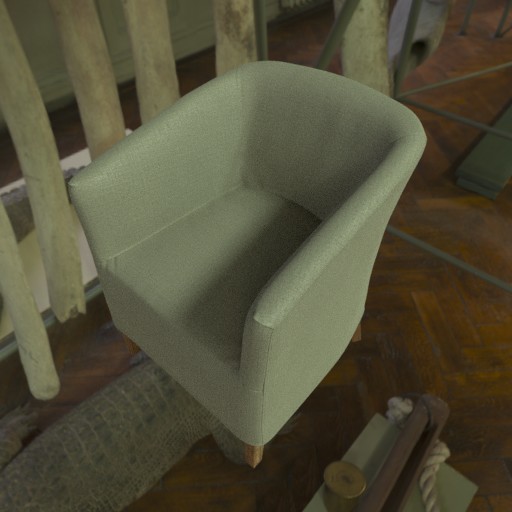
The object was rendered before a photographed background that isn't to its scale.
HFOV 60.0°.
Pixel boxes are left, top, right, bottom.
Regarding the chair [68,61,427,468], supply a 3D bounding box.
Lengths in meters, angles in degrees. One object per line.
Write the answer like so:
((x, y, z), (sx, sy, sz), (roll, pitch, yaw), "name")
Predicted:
((0.000, 0.000, 1.199), (0.600, 0.771, 0.668), (33, 54, 27), "chair")
